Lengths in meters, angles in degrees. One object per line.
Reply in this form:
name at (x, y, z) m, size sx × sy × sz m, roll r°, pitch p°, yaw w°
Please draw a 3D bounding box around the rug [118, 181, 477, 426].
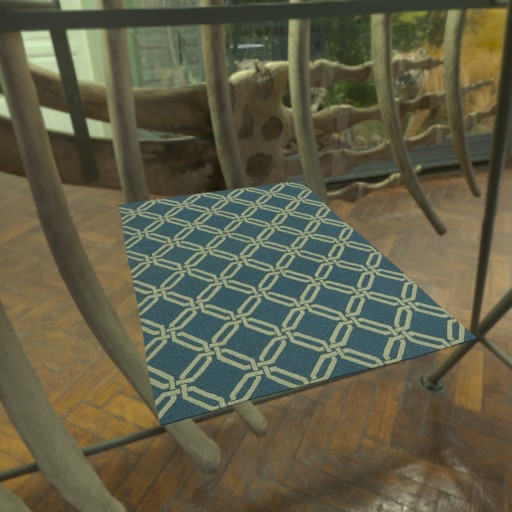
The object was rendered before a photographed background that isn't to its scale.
rug at (0.000, 0.000, 2.761) m, size 1.524 × 0.013 × 2.135 m, roll -10°, pitch 33°, yaw -16°
